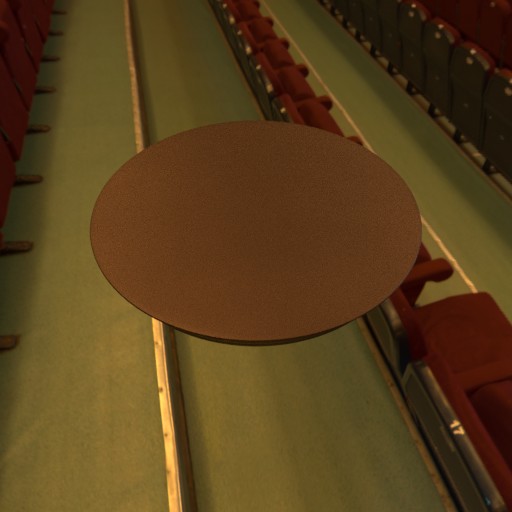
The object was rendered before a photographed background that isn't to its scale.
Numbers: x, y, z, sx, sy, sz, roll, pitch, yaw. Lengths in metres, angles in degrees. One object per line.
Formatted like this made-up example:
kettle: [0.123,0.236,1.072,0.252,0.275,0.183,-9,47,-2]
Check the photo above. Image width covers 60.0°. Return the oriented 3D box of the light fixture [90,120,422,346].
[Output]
light fixture: [0.000,0.000,0.434,0.280,0.135,0.280,0,46,0]
